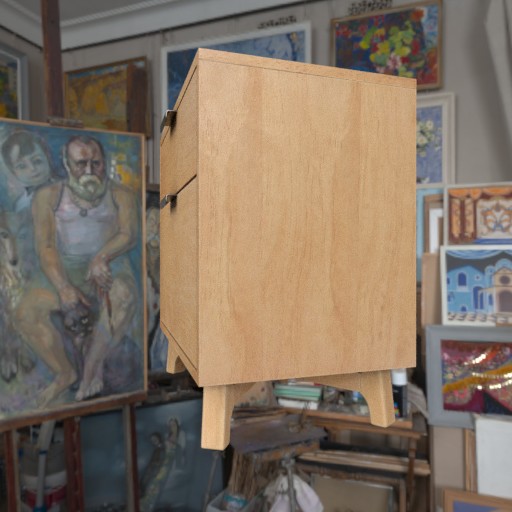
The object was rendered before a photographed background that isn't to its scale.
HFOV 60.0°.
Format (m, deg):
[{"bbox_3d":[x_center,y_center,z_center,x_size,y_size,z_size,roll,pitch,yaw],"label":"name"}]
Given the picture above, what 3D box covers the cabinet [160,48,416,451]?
[{"bbox_3d":[0.000,0.000,0.952,0.394,0.599,0.551,0,0,-18],"label":"cabinet"}]
